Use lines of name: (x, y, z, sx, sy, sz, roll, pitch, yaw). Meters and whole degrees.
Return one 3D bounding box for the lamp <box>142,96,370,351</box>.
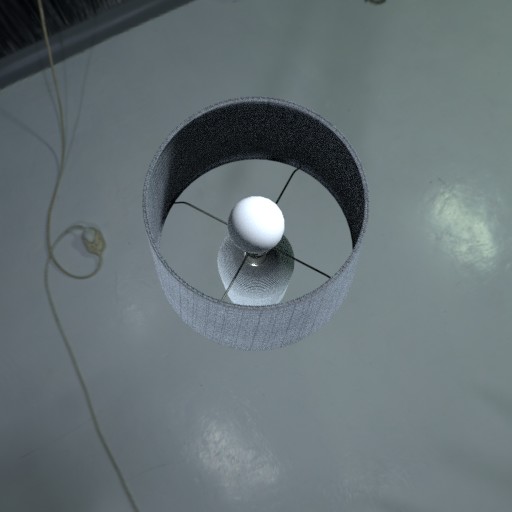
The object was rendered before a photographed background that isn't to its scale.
lamp: (0.000, 0.000, 0.594, 0.251, 0.429, 0.251, 0, 76, 0)
